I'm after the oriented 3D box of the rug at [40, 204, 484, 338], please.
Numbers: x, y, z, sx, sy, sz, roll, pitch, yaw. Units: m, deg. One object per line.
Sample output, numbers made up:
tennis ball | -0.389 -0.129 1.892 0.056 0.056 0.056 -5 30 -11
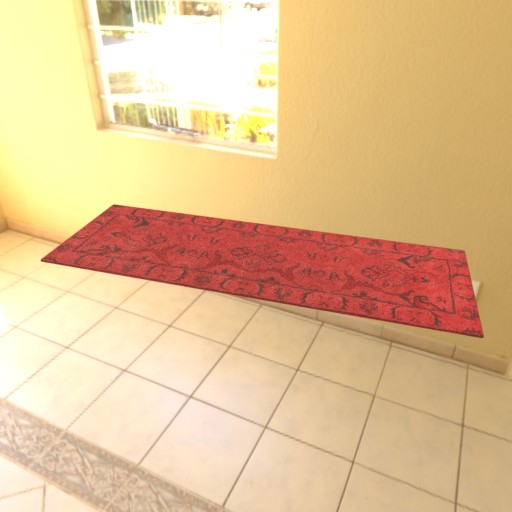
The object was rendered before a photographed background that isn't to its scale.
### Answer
rug | 0.000 0.000 2.679 2.439 0.018 0.813 9 33 14
